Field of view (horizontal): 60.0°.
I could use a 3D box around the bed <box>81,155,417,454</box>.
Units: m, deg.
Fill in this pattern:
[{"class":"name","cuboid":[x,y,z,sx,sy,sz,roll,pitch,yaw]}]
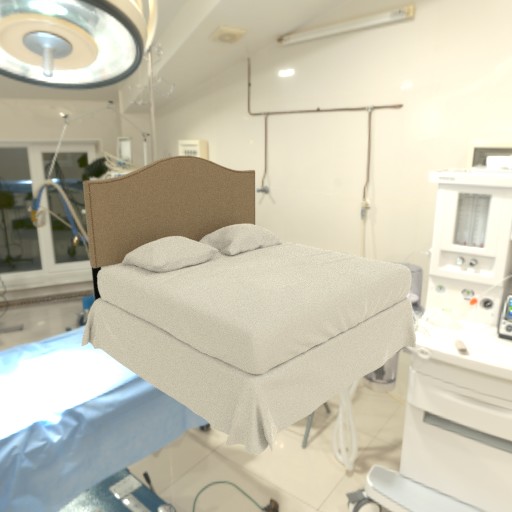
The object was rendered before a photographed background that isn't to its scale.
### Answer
[{"class":"bed","cuboid":[0.000,0.000,3.835,2.222,1.651,2.311,14,20,43]}]
